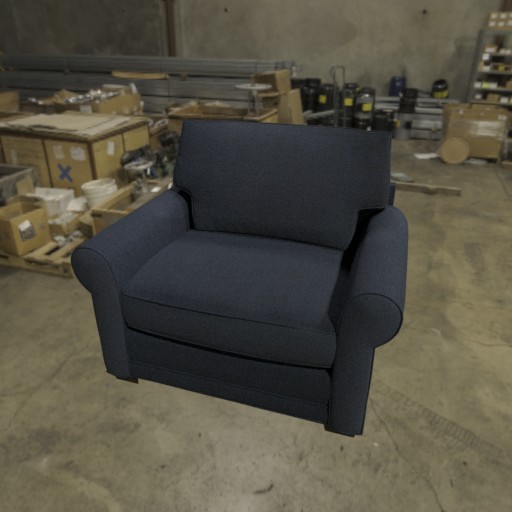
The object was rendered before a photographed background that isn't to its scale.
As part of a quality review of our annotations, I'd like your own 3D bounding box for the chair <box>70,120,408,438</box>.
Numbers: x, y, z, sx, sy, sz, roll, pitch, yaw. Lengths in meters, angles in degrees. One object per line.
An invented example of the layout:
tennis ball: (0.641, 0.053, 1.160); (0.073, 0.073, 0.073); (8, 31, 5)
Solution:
chair: (0.000, 0.000, 2.001); (1.285, 1.044, 0.963); (8, 28, 16)
